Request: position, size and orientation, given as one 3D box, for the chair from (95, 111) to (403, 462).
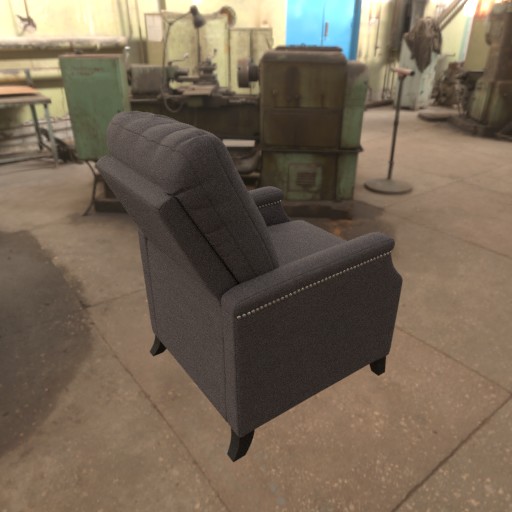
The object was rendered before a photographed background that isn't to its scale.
[{"bbox_3d":[0.000,0.000,1.642,0.922,1.049,0.710,-18,32,-31],"label":"chair"}]
